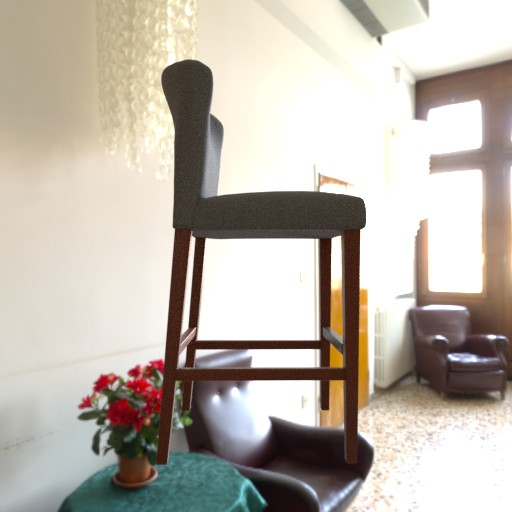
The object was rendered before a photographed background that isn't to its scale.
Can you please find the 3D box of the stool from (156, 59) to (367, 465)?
[{"bbox_3d":[0.000,0.000,1.356,0.568,1.069,0.481,0,-1,-1],"label":"stool"}]
